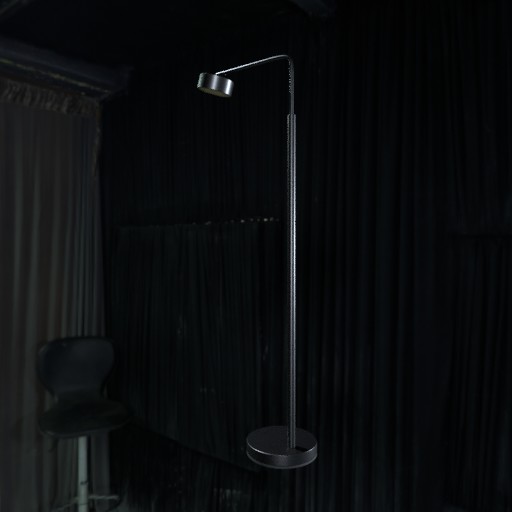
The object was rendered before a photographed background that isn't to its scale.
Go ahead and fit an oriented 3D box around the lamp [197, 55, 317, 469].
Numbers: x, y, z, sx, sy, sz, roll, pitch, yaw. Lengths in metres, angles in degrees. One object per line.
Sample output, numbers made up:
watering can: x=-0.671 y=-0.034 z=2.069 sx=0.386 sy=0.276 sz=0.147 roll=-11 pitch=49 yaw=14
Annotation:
lamp: x=0.000 y=0.000 z=1.443 sx=0.418 sy=1.230 sz=0.219 roll=1 pitch=1 yaw=36
